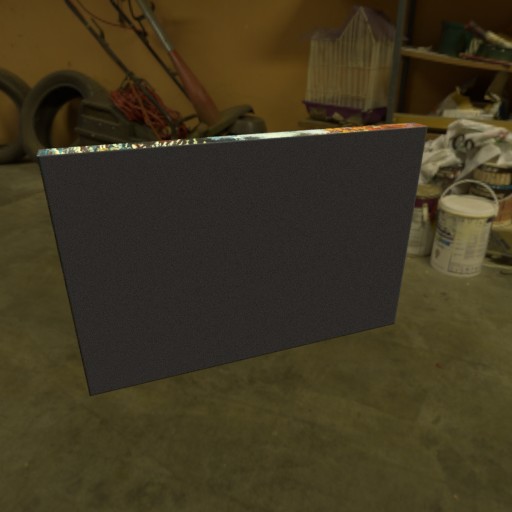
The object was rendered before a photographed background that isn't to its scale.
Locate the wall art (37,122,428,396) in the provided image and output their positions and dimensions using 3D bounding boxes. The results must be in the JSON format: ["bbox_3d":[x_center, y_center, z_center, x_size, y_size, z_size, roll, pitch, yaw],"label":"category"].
[{"bbox_3d":[0.000,0.000,0.766,0.610,0.406,0.037,-9,28,-18],"label":"wall art"}]
